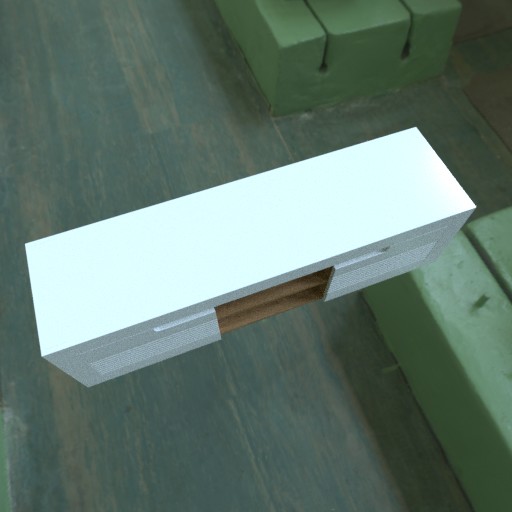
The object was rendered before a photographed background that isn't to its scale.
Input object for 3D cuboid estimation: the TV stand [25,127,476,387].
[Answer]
[{"bbox_3d":[0.000,0.000,1.713,1.500,0.440,0.410,-18,63,-10],"label":"TV stand"}]
